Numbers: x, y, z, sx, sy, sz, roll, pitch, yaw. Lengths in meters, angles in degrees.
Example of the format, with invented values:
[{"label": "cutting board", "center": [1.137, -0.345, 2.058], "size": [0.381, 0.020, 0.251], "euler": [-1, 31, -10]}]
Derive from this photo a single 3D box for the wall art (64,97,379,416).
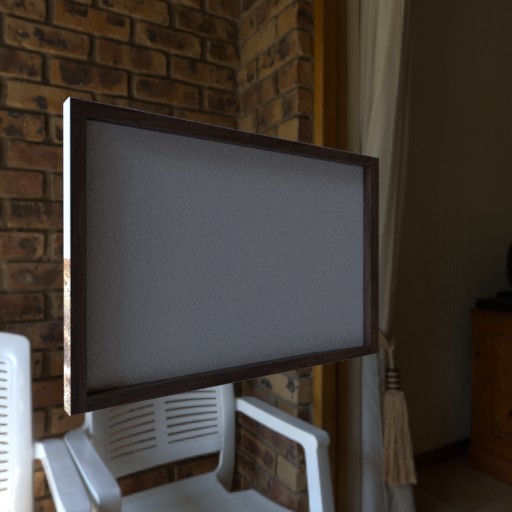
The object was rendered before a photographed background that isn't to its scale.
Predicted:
[{"label": "wall art", "center": [0.000, 0.000, 1.134], "size": [0.914, 0.610, 0.050], "euler": [0, 0, -36]}]
